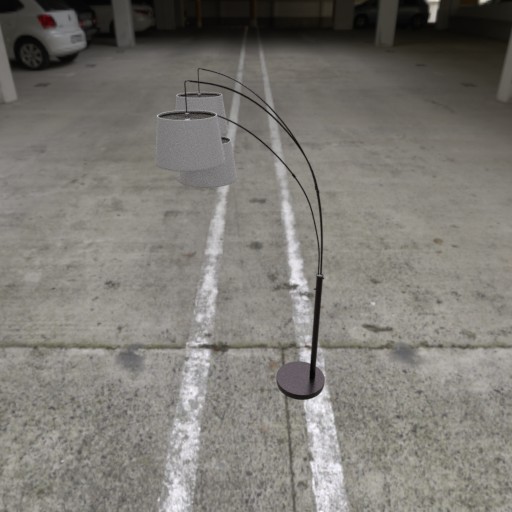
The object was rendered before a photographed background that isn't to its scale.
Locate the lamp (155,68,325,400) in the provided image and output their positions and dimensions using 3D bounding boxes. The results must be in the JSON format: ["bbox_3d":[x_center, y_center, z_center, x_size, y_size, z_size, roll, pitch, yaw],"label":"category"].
[{"bbox_3d":[0.000,0.000,2.548,0.924,1.950,0.951,0,27,-1],"label":"lamp"}]
